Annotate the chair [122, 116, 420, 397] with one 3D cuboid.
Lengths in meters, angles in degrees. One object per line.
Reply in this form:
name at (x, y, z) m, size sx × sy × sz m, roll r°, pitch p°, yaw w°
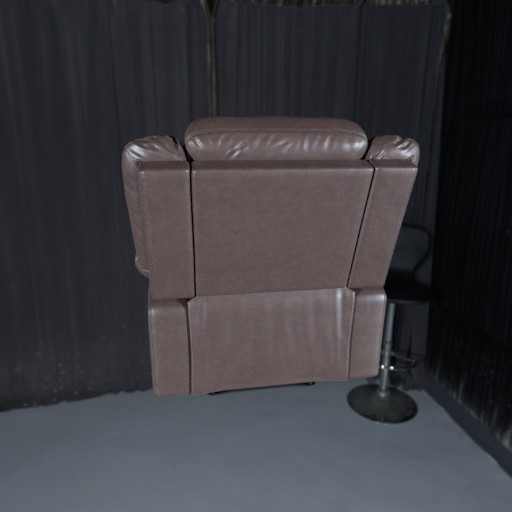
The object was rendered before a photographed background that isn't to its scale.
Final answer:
chair at (0.000, 0.000, 1.725) m, size 0.899 × 1.009 × 0.934 m, roll -3°, pitch 15°, yaw -10°
